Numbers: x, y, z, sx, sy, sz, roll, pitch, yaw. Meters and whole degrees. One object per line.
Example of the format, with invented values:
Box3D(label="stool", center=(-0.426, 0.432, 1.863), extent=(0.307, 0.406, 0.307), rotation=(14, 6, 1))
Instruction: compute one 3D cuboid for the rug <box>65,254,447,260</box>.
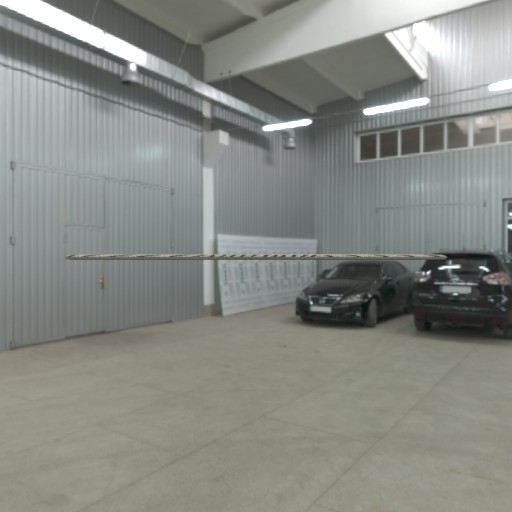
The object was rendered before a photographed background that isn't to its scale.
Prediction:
Box3D(label="rug", center=(0.000, 0.000, 2.973), extent=(1.539, 0.023, 2.406), rotation=(0, 0, 0))
